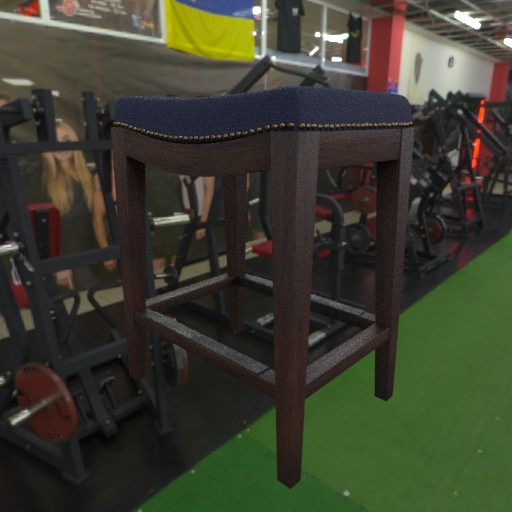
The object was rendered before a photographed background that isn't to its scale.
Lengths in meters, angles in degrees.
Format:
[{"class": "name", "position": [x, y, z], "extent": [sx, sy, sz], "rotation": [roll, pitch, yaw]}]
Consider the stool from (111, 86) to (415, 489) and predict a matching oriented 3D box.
[{"class": "stool", "position": [0.000, 0.000, 0.936], "extent": [0.500, 0.642, 0.361], "rotation": [16, 23, 41]}]
